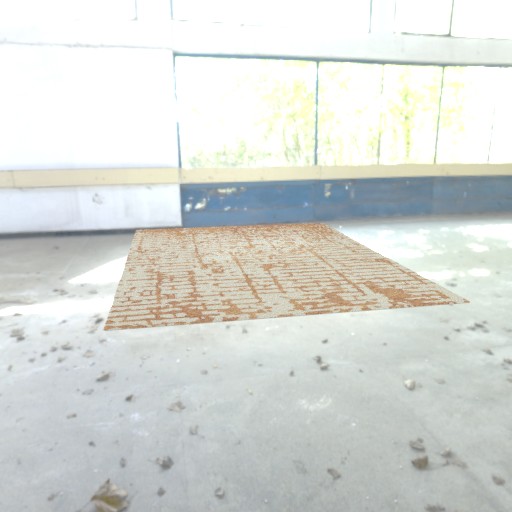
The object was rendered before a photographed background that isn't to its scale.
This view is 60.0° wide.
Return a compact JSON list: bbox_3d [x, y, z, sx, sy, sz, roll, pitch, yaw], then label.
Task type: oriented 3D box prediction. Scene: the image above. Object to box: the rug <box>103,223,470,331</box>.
[{"bbox_3d":[0.000,0.000,4.294,2.441,0.011,3.050,-3,15,-11],"label":"rug"}]
